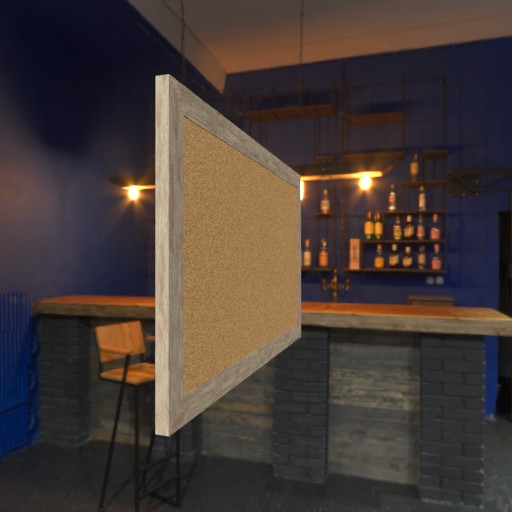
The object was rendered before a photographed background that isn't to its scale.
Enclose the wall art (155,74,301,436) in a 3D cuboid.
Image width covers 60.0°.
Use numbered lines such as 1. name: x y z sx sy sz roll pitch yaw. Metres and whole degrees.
1. wall art: 0.000 0.000 0.958 0.021 0.480 0.780 0 0 19
